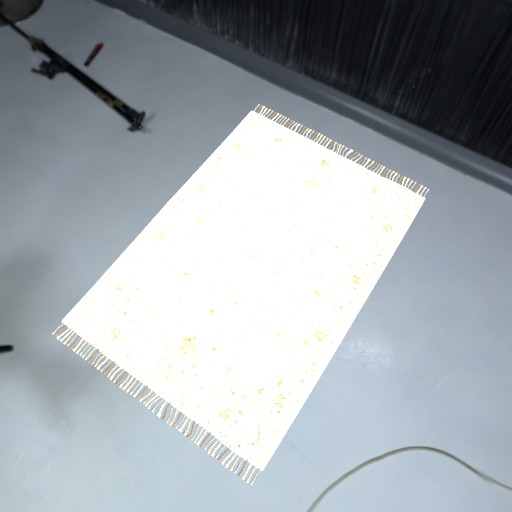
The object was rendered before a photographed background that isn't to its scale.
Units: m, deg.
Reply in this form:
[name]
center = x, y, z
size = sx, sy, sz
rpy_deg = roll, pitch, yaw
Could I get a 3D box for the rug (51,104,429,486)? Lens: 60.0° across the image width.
[rug]
center = 0.000, 0.000, 2.391
size = 1.218, 0.017, 1.861
rpy_deg = 31, 68, 14
